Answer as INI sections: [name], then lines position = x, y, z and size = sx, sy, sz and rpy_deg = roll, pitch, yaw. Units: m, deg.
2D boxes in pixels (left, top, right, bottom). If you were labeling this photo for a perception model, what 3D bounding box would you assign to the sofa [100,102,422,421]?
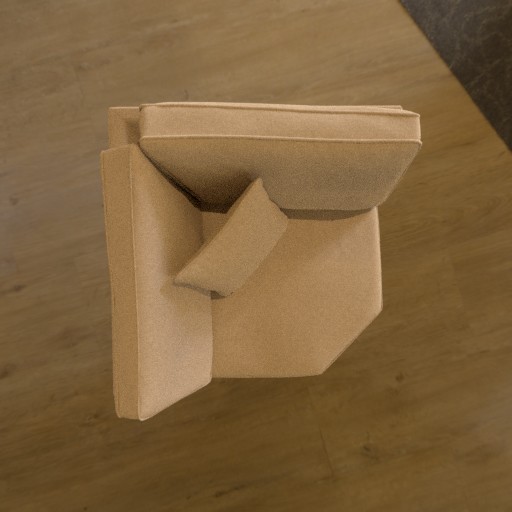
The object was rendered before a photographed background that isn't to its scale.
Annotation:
[sofa]
position = 0.000, 0.000, 1.826
size = 1.042, 0.937, 1.050
rpy_deg = 0, 91, -1
